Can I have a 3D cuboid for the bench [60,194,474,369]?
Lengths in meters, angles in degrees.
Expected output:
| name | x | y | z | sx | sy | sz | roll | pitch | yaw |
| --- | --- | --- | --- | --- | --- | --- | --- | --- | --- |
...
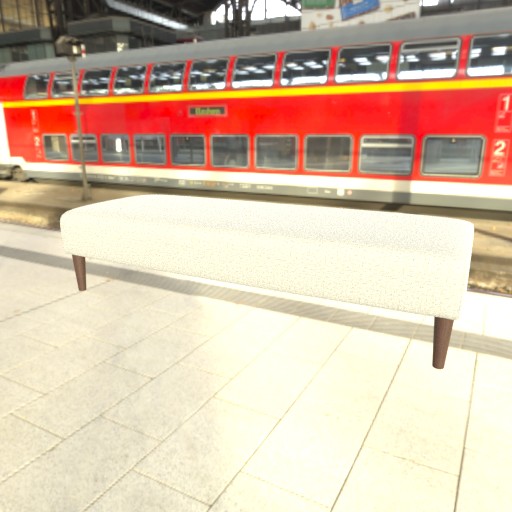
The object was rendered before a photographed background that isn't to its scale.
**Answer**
| name | x | y | z | sx | sy | sz | roll | pitch | yaw |
| --- | --- | --- | --- | --- | --- | --- | --- | --- | --- |
| bench | 0.000 | 0.000 | 1.844 | 1.598 | 0.383 | 0.631 | 8 | 18 | 26 |
